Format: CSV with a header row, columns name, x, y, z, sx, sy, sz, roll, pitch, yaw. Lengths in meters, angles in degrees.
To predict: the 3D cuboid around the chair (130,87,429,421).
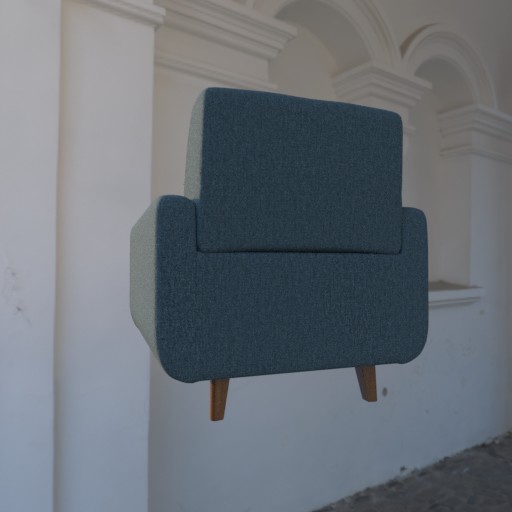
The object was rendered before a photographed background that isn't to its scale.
name,x,y,z,sx,sy,sz,roll,pitch,yaw
chair,0.000,0.000,1.713,0.880,0.940,0.964,0,-1,-20
